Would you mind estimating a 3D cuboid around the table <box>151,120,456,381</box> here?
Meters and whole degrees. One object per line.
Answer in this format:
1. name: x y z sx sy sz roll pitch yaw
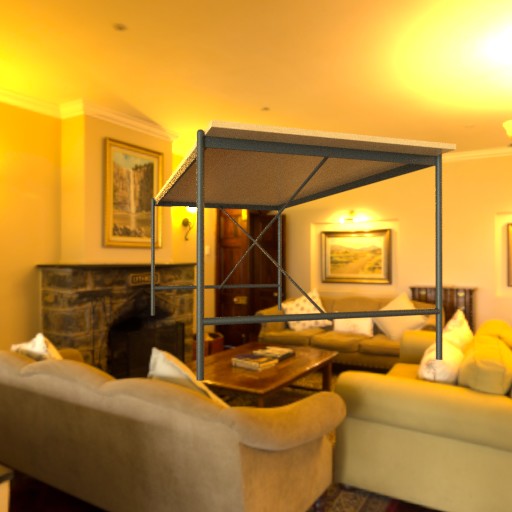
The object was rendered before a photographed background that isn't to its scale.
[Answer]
1. table: 0.000 0.000 2.238 0.900 0.758 1.800 0 0 -18
